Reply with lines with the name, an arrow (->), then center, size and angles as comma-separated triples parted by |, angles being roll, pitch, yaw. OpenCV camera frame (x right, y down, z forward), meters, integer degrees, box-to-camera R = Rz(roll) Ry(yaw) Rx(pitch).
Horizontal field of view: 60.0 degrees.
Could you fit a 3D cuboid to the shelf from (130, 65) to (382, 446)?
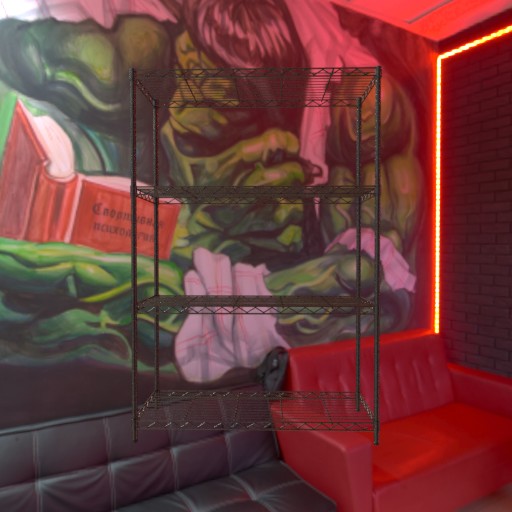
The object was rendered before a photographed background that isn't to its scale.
shelf -> 0.000, 0.000, 1.770 | 0.907, 1.361, 0.352 | 0, 1, 1
